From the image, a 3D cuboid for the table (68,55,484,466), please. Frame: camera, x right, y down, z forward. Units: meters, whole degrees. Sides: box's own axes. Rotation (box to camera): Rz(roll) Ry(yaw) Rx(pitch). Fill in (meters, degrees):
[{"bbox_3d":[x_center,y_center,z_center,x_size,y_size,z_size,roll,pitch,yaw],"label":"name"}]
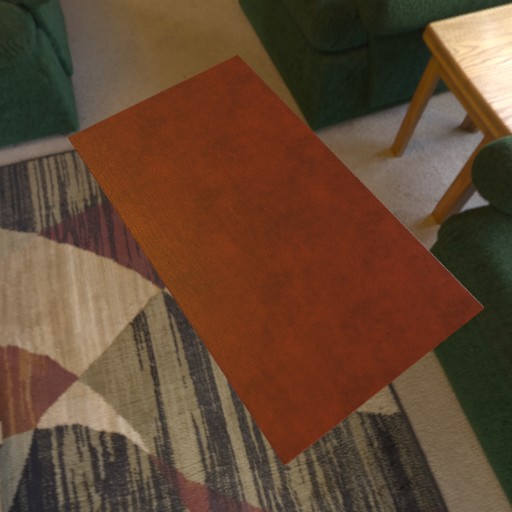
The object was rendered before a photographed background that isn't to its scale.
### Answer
[{"bbox_3d":[0.000,0.000,1.252,0.533,0.456,0.943,-32,68,-15],"label":"table"}]
